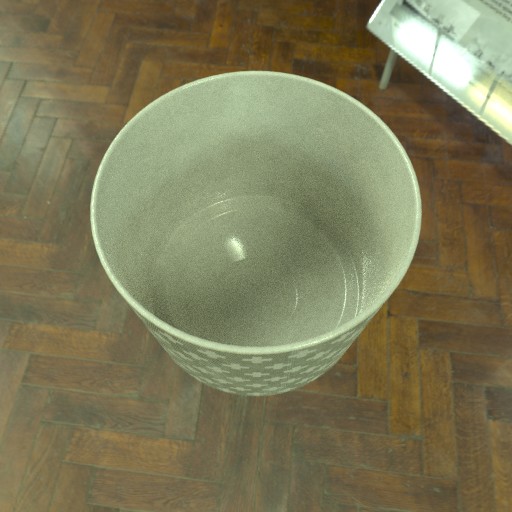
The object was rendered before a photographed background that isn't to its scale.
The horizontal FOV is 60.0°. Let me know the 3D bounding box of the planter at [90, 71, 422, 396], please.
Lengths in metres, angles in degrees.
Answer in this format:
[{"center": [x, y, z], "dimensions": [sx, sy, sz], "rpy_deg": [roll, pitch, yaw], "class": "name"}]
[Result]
[{"center": [0.000, 0.000, 0.338], "dimensions": [0.190, 0.181, 0.190], "rpy_deg": [0, 65, 0], "class": "planter"}]
